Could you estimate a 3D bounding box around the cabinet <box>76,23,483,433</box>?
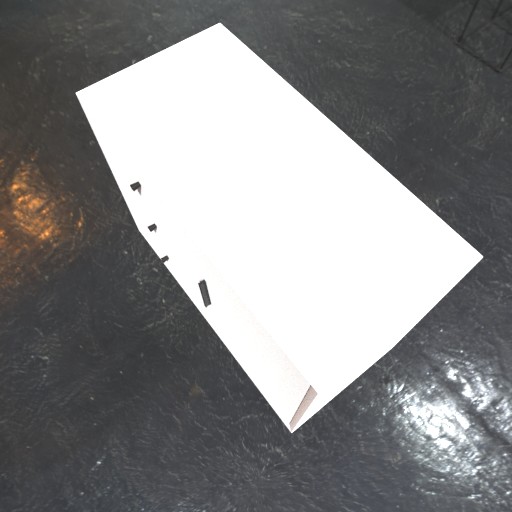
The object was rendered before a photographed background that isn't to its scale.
[{"bbox_3d":[0.000,0.000,1.209,0.398,0.761,0.800,-34,68,-16],"label":"cabinet"}]
